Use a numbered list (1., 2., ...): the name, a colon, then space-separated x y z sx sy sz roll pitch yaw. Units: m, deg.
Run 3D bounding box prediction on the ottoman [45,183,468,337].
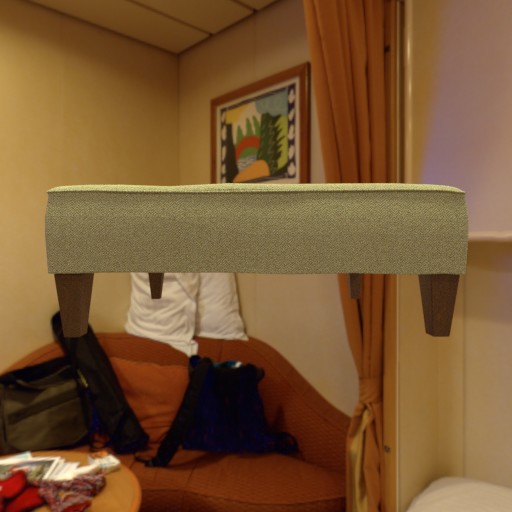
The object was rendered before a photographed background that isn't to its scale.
1. ottoman: 0.000 0.000 1.501 0.968 0.379 1.004 0 0 0
